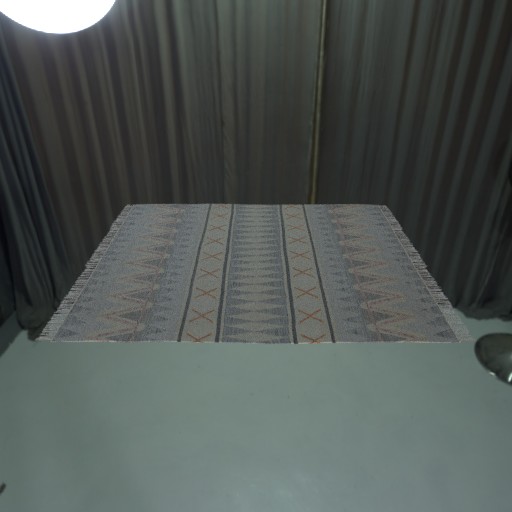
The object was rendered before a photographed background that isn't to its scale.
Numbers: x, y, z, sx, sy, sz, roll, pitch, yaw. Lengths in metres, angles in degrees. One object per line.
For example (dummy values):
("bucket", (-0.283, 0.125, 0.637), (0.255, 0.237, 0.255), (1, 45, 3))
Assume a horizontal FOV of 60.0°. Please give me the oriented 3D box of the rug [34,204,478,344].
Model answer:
("rug", (0.000, 0.000, 4.001), (3.000, 0.012, 2.371), (0, 30, 0))
